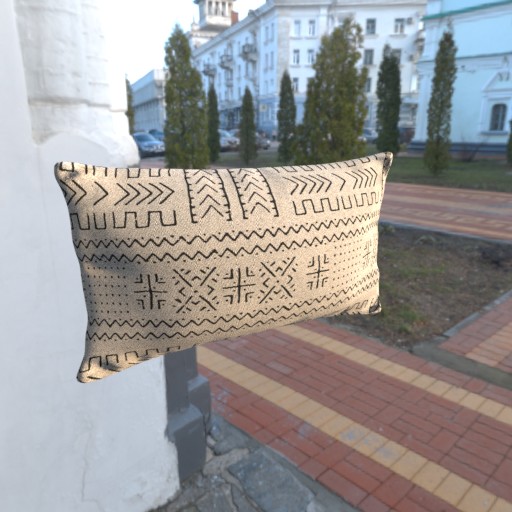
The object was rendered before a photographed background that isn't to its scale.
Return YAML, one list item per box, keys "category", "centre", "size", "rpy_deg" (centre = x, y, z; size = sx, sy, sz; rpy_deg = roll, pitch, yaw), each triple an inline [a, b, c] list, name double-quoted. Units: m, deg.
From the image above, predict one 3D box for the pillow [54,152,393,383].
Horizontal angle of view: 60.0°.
- category: "pillow"
  centre: [0.000, 0.000, 0.797]
  size: [0.637, 0.352, 0.188]
  rpy_deg: [-8, 18, -27]
